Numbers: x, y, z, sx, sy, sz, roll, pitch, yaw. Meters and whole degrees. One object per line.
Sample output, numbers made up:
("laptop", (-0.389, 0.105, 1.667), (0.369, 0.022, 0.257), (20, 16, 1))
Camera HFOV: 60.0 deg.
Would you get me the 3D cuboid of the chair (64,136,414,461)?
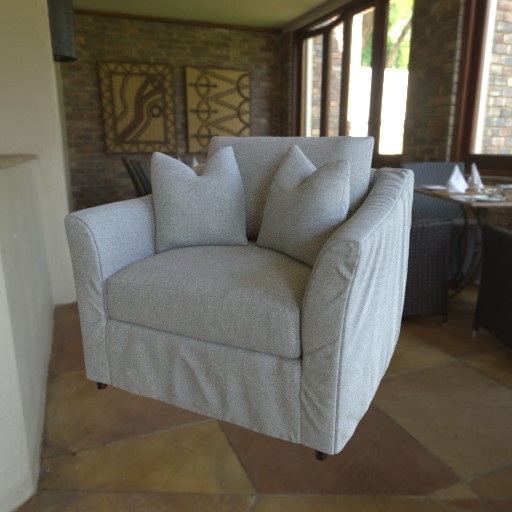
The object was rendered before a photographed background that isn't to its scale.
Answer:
("chair", (0.000, 0.000, 1.991), (1.194, 1.059, 1.071), (7, 15, 26))
